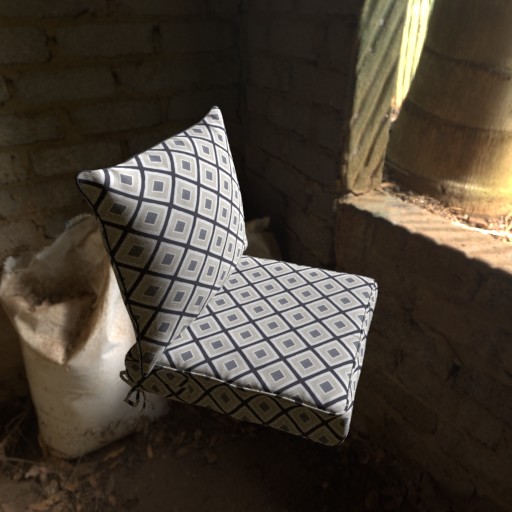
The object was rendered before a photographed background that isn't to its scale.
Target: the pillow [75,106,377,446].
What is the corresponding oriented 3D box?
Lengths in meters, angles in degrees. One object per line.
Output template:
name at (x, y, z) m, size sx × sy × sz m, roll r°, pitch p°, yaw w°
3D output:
pillow at (0.000, 0.000, 1.367) m, size 0.733 × 0.722 × 0.798 m, roll 10°, pitch 32°, yaw 17°
